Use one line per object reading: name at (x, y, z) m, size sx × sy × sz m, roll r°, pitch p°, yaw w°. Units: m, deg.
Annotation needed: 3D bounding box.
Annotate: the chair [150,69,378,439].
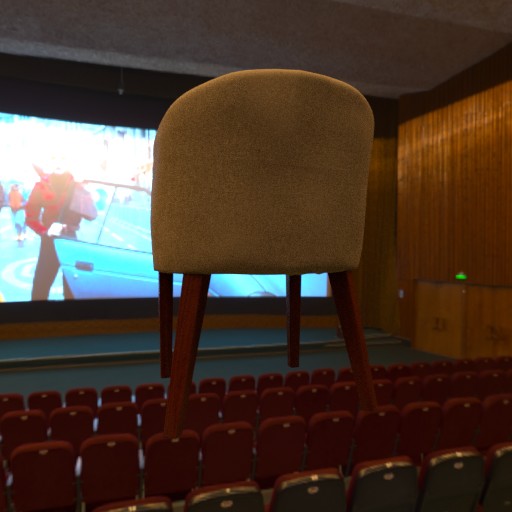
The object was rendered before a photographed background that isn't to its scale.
chair at (0.000, 0.000, 1.251) m, size 0.583 × 0.811 × 0.655 m, roll 0°, pitch 1°, yaw -17°
